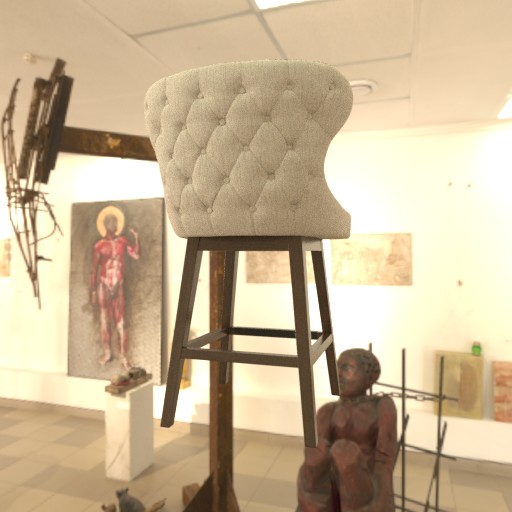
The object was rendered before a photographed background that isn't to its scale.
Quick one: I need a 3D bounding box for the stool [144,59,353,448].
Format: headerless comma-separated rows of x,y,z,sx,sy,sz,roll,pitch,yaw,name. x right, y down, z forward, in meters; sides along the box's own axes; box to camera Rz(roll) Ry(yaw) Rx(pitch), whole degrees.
0.000,0.000,1.374,0.615,0.972,0.597,0,0,18,stool
